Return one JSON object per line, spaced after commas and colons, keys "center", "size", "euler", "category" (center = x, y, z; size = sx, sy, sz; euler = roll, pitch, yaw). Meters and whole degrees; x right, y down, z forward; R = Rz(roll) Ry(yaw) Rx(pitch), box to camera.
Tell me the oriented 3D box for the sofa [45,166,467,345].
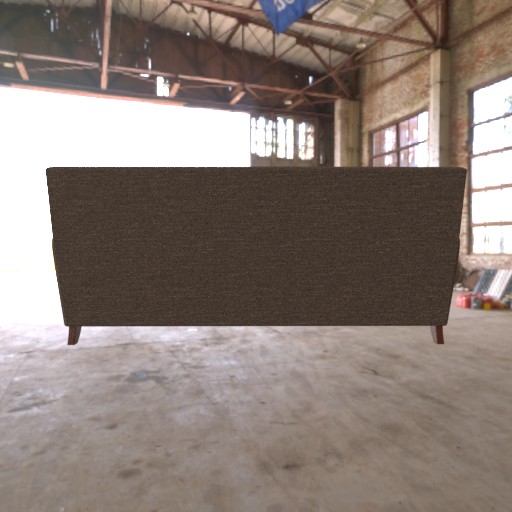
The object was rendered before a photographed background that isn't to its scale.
{"center": [0.000, 0.000, 2.440], "size": [1.976, 0.846, 0.875], "euler": [0, 2, -1], "category": "sofa"}
